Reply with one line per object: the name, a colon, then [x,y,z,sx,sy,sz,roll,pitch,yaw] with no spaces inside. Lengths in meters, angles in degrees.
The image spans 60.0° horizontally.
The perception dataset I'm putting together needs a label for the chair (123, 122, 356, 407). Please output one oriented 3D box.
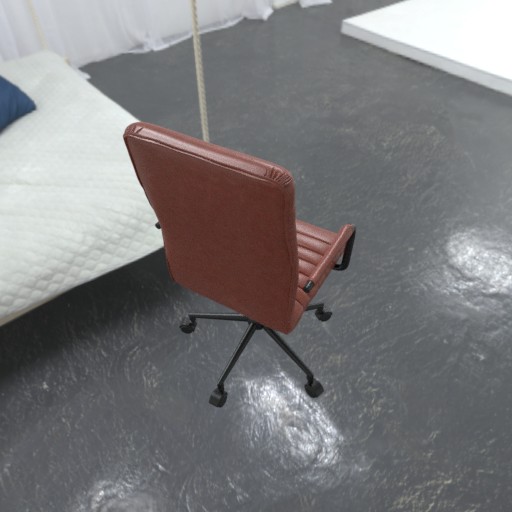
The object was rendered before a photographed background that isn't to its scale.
chair: [0.000,0.000,1.350,0.608,0.979,0.580,23,49,21]
